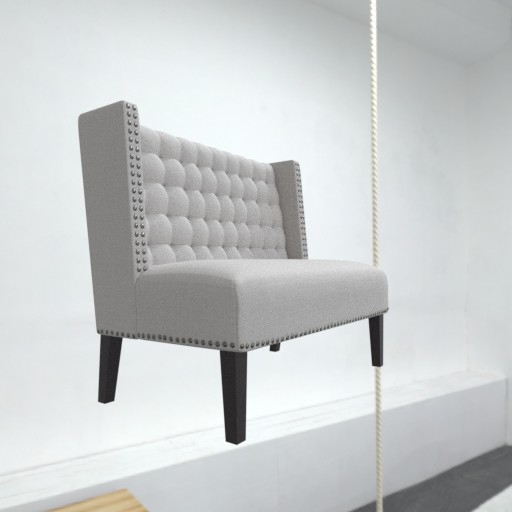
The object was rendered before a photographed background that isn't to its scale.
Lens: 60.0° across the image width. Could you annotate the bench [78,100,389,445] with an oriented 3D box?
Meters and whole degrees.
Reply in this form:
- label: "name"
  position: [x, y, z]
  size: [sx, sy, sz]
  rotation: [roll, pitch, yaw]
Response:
- label: "bench"
  position: [0.000, 0.000, 2.014]
  size: [0.847, 1.123, 1.280]
  rotation: [0, -1, 36]
